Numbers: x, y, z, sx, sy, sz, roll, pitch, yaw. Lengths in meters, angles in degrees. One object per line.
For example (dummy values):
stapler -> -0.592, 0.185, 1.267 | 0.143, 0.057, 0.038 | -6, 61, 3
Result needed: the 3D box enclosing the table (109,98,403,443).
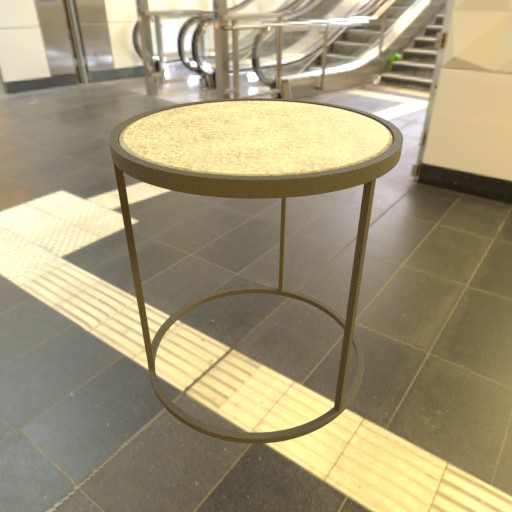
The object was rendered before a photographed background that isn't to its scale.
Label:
table -> 0.000, 0.000, 0.863 | 0.470, 0.498, 0.470 | 0, 31, 0
